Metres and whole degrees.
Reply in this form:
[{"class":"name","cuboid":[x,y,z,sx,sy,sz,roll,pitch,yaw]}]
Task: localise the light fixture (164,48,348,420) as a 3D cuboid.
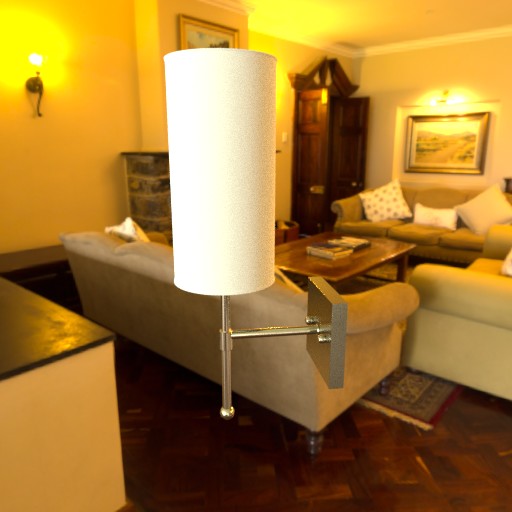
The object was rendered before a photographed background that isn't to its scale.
[{"class":"light fixture","cuboid":[0.000,0.000,0.565,0.208,0.462,0.128,-2,14,-8]}]
